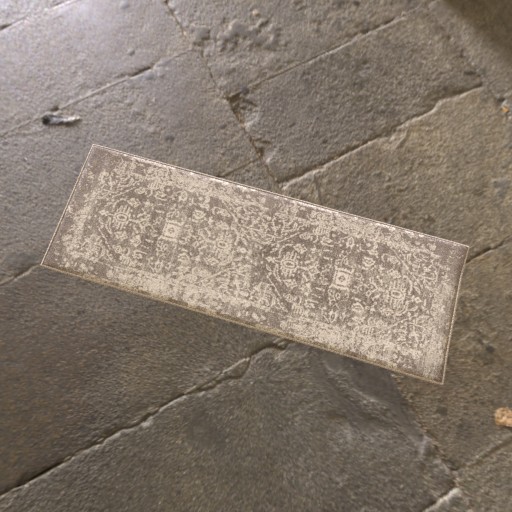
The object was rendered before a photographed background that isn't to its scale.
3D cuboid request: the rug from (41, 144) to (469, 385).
[{"bbox_3d":[0.000,0.000,2.674,2.452,0.017,0.855,16,75,4],"label":"rug"}]
